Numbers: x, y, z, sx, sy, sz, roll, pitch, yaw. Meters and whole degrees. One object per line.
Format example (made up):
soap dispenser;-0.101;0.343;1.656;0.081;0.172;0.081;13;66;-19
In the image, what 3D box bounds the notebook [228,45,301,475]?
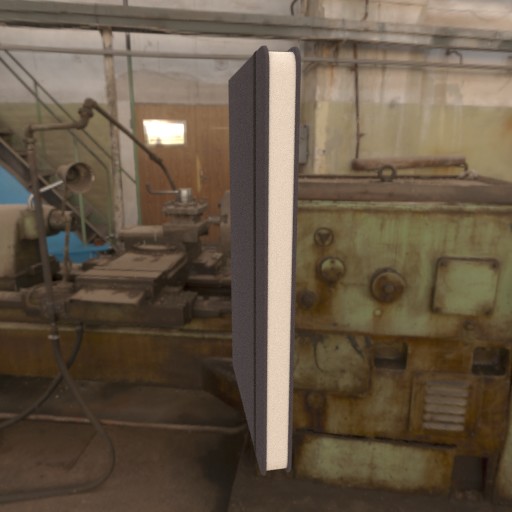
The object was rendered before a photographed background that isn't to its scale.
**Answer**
notebook;0.000;0.000;0.266;0.016;0.213;0.127;-3;15;-10
